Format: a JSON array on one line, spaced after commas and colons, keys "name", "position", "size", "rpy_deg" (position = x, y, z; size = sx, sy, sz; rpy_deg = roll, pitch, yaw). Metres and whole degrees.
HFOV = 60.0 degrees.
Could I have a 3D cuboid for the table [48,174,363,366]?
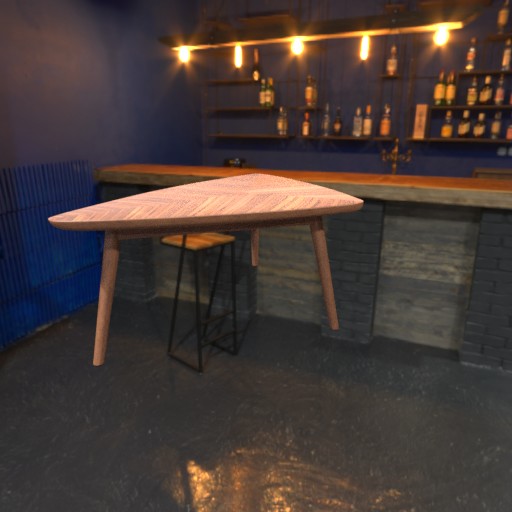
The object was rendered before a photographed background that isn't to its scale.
[{"name": "table", "position": [0.000, 0.000, 1.298], "size": [0.601, 0.365, 1.008], "rpy_deg": [8, 18, 25]}]
